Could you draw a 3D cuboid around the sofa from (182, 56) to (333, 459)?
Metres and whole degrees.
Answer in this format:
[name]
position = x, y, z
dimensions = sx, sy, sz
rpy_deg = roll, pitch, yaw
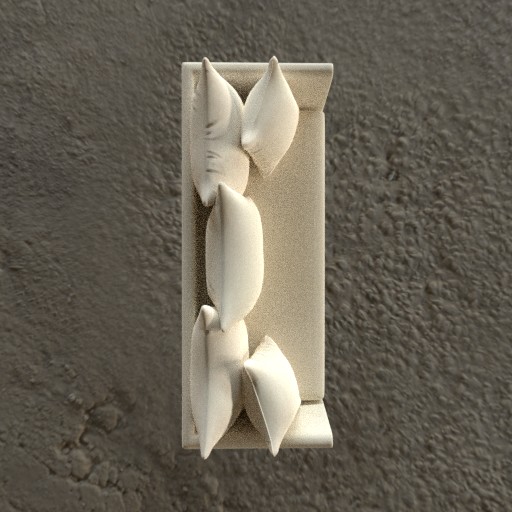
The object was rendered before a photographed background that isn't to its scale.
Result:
[sofa]
position = 0.000, 0.000, 3.060
dimensions = 1.030, 1.042, 2.484
rpy_deg = 0, 90, -1
